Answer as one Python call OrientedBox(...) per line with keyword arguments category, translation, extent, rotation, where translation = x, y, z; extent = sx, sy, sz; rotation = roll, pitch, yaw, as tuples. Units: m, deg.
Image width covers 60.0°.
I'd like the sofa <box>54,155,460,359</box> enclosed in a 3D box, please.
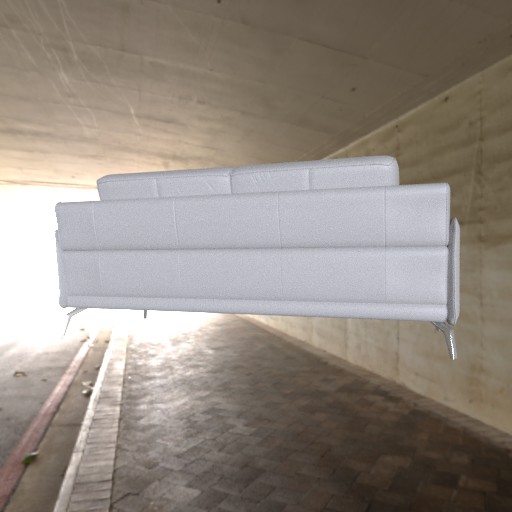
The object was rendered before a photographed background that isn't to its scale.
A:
OrientedBox(category="sofa", translation=(0.000, 0.000, 2.565), extent=(2.101, 0.930, 1.049), rotation=(0, -1, 17))
